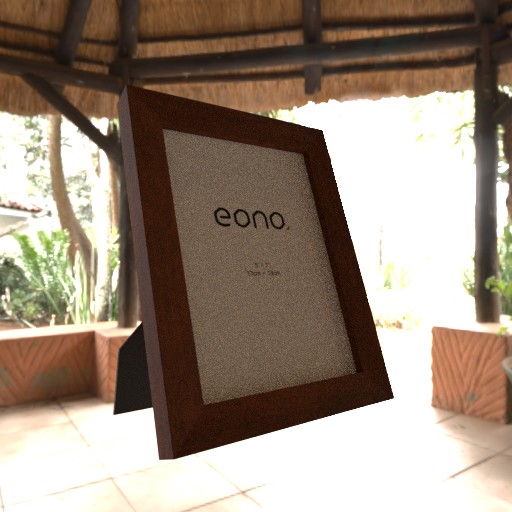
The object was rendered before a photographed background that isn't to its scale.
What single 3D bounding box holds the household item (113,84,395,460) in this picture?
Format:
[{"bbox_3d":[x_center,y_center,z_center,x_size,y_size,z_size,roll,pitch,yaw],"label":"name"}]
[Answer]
[{"bbox_3d":[0.000,0.000,0.292,0.160,0.204,0.096,0,-1,-35],"label":"household item"}]
